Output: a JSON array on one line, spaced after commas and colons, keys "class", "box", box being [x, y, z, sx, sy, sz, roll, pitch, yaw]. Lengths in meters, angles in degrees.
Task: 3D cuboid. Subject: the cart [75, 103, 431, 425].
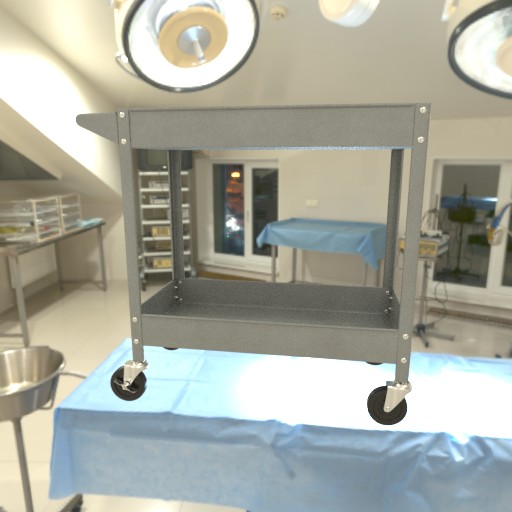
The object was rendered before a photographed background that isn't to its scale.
[{"class": "cart", "box": [0.000, 0.000, 1.169, 0.779, 0.719, 0.366, 2, 13, 9]}]
